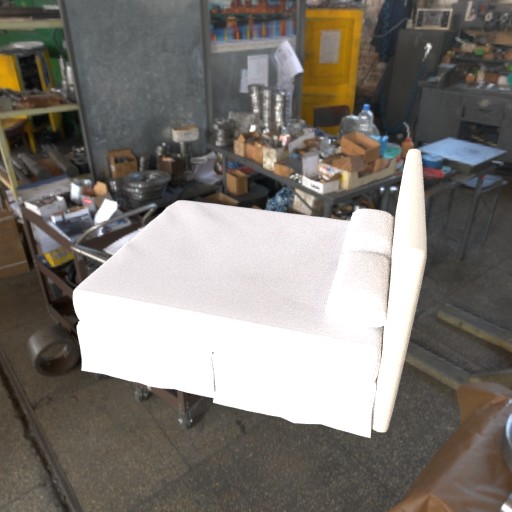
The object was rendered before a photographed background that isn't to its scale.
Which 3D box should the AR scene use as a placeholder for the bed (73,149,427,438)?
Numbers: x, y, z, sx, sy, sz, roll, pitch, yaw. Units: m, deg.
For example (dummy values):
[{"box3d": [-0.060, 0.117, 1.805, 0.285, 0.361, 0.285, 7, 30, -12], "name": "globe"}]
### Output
[{"box3d": [0.000, 0.000, 3.257, 2.142, 1.330, 1.713, 9, 31, 15], "name": "bed"}]
